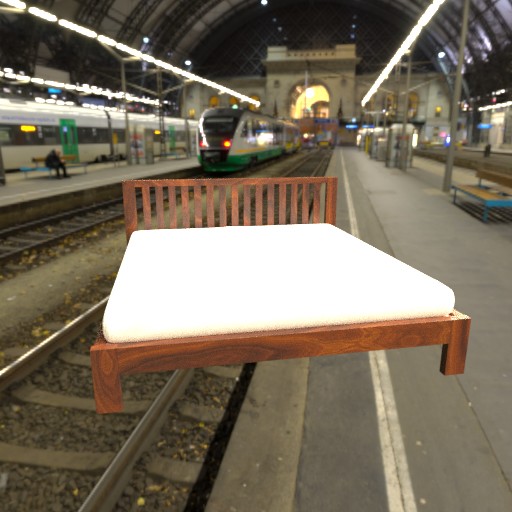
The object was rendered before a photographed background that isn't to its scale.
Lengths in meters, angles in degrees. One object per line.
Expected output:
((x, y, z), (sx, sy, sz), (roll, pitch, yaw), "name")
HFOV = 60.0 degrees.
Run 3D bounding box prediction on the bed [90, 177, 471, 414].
((0.000, 0.000, 3.080), (1.905, 0.890, 2.030), (-3, 15, -11), "bed")
